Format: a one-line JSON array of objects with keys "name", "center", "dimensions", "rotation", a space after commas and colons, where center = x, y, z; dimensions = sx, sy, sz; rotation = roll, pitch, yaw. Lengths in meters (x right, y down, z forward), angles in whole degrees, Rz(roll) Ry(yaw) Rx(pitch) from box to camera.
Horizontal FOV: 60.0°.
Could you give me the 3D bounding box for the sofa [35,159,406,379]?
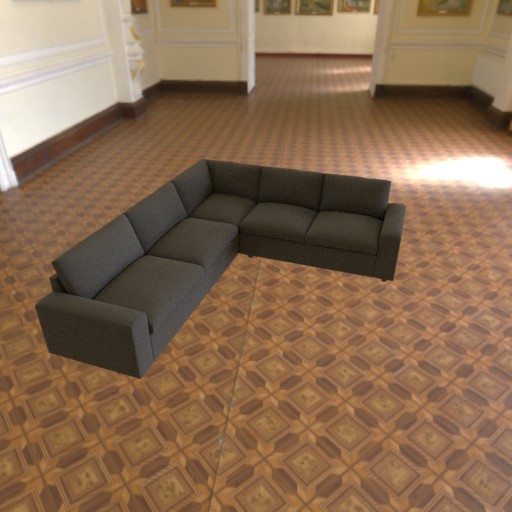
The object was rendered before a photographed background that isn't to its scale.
[{"name": "sofa", "center": [0.000, 0.000, 4.782], "dimensions": [2.895, 0.965, 3.277], "rotation": [10, 32, 17]}]
